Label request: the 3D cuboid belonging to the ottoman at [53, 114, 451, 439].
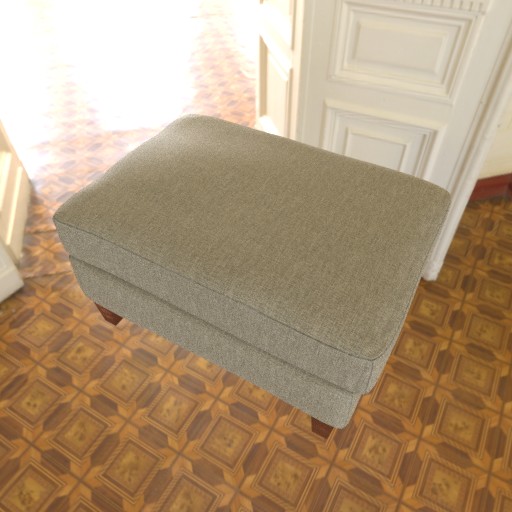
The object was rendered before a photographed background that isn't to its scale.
[{"bbox_3d":[0.000,0.000,1.271,0.873,0.494,0.639,22,50,20],"label":"ottoman"}]
